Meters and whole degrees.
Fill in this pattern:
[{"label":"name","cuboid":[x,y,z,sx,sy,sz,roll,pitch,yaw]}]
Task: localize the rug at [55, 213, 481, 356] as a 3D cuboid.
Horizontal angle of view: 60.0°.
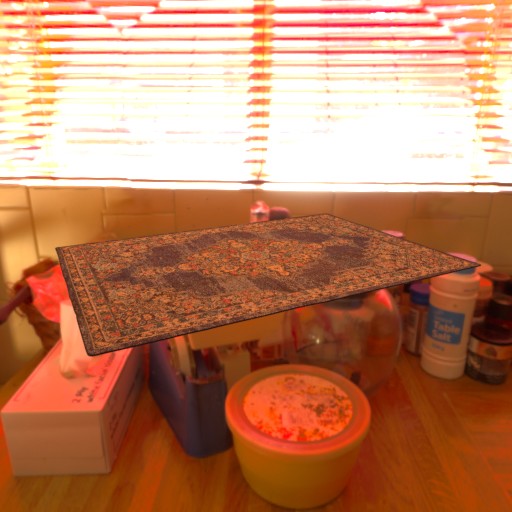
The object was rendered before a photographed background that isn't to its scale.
[{"label":"rug","cuboid":[0.000,0.000,3.687,2.940,0.011,2.053,-9,20,-26]}]
